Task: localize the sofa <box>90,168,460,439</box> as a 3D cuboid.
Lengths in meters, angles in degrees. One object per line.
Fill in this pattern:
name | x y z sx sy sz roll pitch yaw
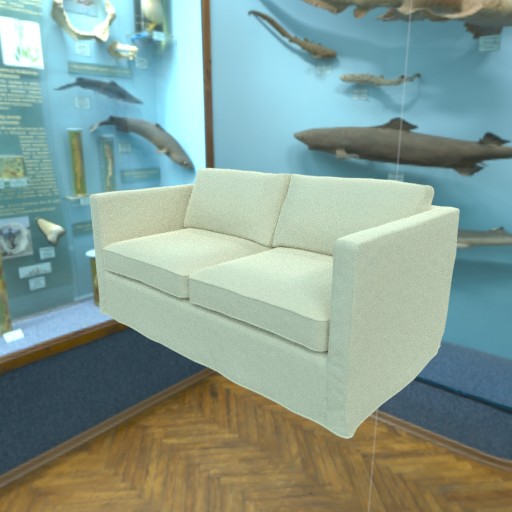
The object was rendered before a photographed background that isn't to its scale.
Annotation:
sofa | 0.000 0.000 2.348 1.746 0.834 0.962 14 21 41
